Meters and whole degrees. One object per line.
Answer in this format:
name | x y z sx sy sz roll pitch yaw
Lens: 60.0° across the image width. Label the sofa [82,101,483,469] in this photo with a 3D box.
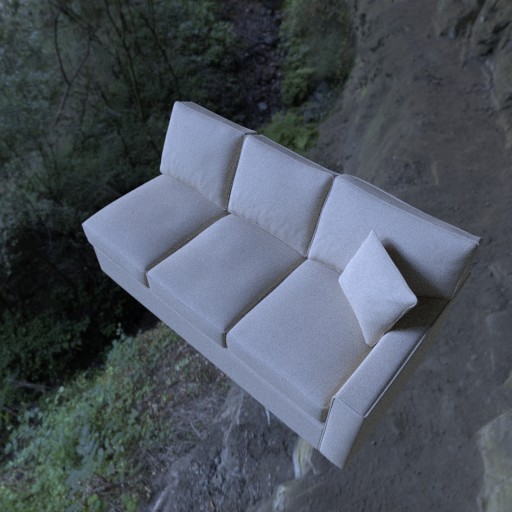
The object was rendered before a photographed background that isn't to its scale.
sofa | 0.000 0.000 2.482 1.963 0.946 1.034 33 54 27
